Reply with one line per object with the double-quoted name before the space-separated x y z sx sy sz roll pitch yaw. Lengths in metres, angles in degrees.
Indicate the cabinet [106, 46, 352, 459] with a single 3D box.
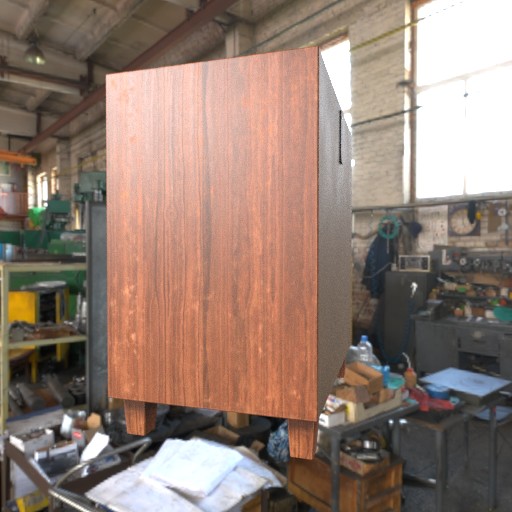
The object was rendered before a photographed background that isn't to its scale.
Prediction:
"cabinet" 0.000 0.000 1.071 0.410 0.695 0.607 0 1 17
